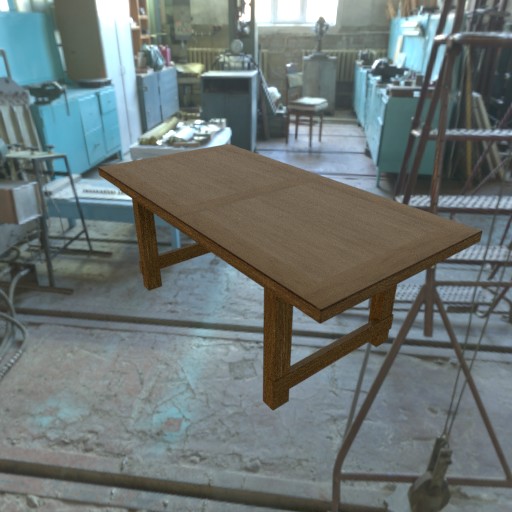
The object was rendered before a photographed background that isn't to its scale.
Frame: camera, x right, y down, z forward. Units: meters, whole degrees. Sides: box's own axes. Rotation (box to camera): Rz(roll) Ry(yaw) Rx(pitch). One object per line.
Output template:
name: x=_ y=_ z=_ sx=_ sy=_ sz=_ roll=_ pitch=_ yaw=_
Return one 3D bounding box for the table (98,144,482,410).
table: x=0.000 y=0.000 z=2.553 sx=1.000 sy=0.762 sz=1.982 roll=-20 pitch=34 yaw=-33
